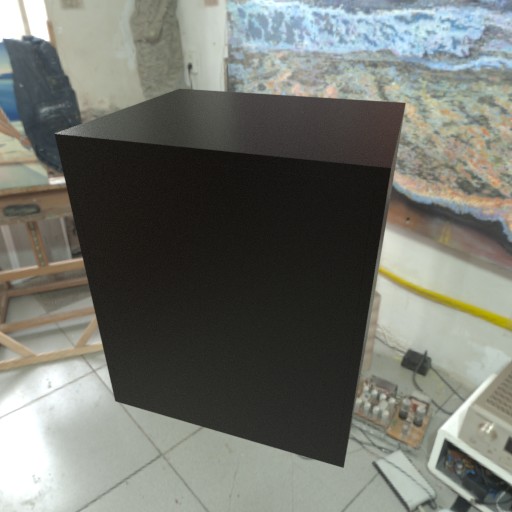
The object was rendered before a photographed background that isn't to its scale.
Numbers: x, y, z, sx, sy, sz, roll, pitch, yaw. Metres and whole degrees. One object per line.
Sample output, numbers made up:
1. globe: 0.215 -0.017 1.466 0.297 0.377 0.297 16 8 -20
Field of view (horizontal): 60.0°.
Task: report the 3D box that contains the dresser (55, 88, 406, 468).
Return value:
1. dresser: 0.000 0.000 0.753 0.400 0.470 0.360 10 31 16
